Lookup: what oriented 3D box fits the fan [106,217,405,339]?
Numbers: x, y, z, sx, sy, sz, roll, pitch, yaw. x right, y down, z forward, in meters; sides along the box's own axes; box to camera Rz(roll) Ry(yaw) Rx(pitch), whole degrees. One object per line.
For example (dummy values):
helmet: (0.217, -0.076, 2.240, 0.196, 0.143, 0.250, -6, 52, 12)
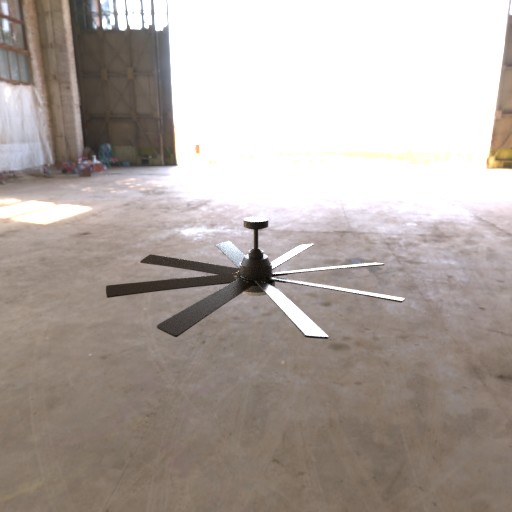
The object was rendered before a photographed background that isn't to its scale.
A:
fan: (0.000, 0.000, 2.808, 1.830, 0.472, 1.830, 8, 18, 26)
